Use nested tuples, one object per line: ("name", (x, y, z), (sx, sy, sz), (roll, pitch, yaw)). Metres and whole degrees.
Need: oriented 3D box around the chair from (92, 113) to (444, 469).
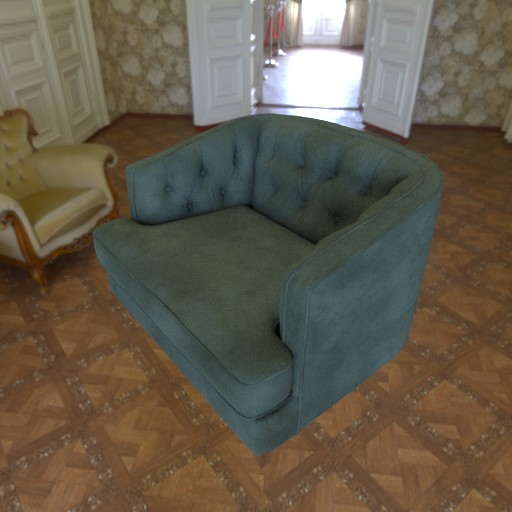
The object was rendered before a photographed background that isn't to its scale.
("chair", (0.000, 0.000, 1.728), (0.941, 0.852, 1.104), (-23, 39, -32))
